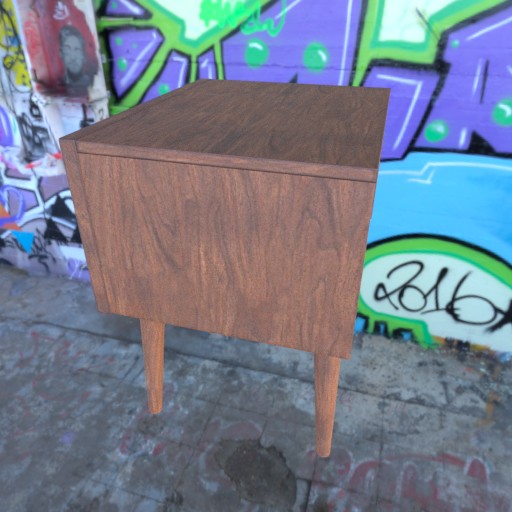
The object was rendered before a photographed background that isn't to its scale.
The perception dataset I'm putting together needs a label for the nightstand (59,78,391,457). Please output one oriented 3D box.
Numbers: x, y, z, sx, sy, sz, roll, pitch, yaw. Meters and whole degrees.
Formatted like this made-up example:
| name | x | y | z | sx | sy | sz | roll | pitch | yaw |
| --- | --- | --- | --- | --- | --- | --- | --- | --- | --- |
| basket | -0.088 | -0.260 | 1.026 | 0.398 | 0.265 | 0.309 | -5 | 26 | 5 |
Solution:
| name | x | y | z | sx | sy | sz | roll | pitch | yaw |
| --- | --- | --- | --- | --- | --- | --- | --- | --- | --- |
| nightstand | 0.000 | 0.000 | 0.934 | 0.445 | 0.607 | 0.521 | 8 | 32 | 14 |
